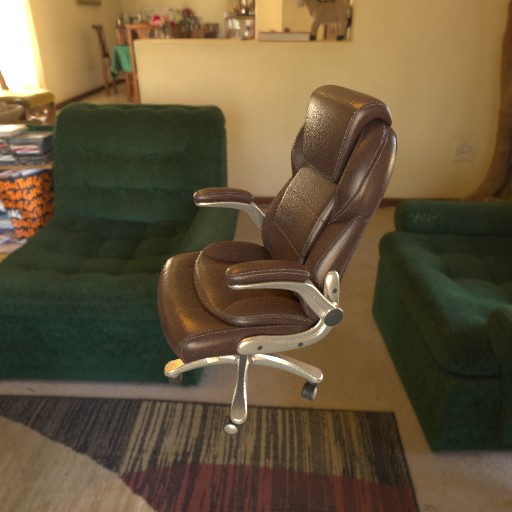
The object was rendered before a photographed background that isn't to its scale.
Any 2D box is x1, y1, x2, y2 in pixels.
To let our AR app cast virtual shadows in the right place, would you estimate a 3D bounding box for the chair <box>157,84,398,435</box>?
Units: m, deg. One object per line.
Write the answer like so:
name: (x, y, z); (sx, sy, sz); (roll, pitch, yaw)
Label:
chair: (0.000, 0.000, 1.664); (0.774, 1.160, 0.733); (-7, 29, -13)
